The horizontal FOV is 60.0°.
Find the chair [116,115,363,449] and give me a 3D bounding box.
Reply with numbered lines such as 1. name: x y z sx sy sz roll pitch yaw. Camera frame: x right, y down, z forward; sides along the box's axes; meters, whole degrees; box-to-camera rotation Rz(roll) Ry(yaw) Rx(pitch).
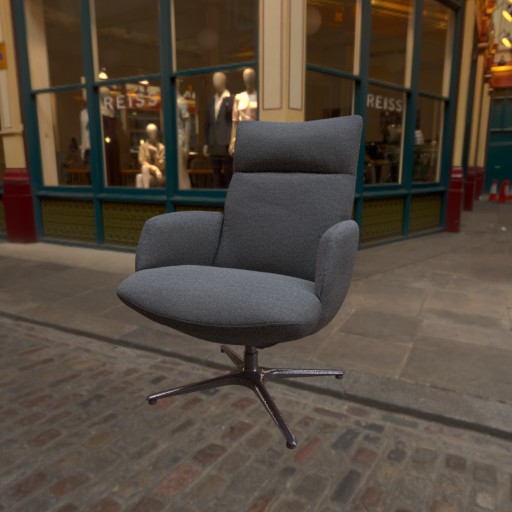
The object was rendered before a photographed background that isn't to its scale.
1. chair: 0.000 0.000 1.554 0.702 0.984 0.831 6 14 27
